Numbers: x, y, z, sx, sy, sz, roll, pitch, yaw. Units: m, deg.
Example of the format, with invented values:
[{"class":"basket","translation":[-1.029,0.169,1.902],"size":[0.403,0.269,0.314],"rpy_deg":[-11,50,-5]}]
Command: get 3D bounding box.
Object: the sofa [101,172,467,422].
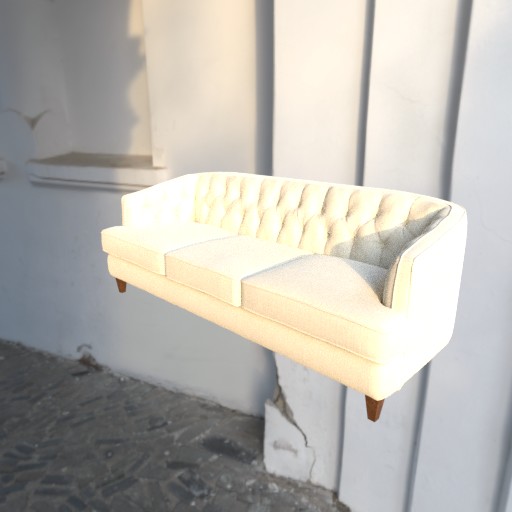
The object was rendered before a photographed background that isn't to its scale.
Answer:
[{"class":"sofa","translation":[0.000,0.000,2.718],"size":[2.278,0.855,0.941],"rpy_deg":[16,23,42]}]
